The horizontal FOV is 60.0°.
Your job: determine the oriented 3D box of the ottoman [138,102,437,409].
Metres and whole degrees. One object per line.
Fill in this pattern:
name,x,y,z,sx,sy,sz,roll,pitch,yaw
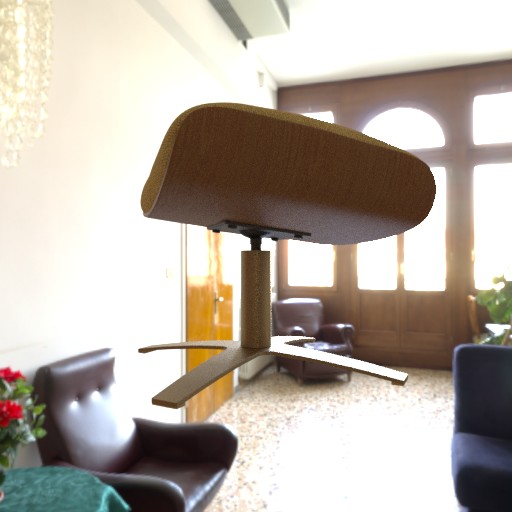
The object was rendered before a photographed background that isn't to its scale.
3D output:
ottoman,0.000,0.000,0.798,0.394,0.391,0.520,0,0,-18
